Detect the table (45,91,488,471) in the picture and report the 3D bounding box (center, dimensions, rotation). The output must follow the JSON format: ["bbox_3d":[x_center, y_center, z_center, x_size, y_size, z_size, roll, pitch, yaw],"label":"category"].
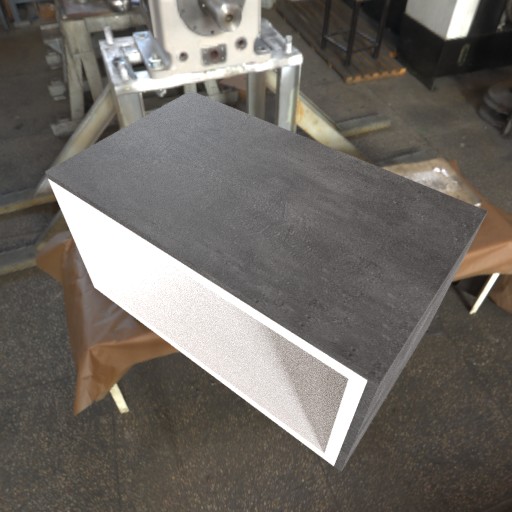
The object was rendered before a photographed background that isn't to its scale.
[{"bbox_3d":[0.000,0.000,0.928,0.700,0.350,0.400,30,54,24],"label":"table"}]
